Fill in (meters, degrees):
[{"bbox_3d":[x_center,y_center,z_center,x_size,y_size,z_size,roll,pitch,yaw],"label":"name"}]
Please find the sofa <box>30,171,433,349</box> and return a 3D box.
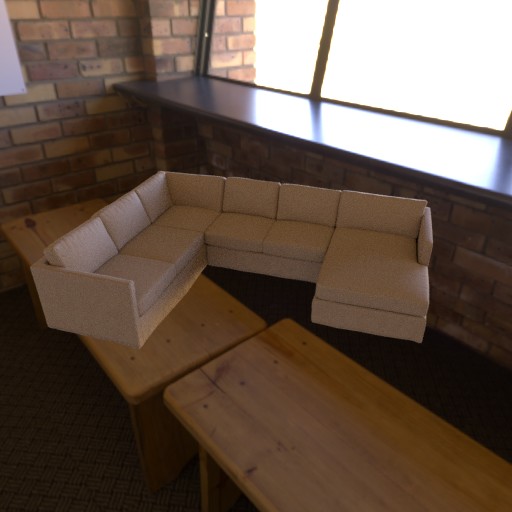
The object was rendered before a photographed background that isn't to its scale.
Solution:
[{"bbox_3d":[0.000,0.000,4.594,3.460,0.882,2.427,9,31,15],"label":"sofa"}]
